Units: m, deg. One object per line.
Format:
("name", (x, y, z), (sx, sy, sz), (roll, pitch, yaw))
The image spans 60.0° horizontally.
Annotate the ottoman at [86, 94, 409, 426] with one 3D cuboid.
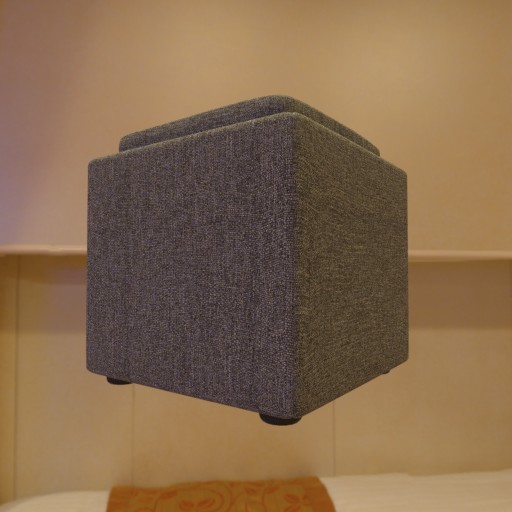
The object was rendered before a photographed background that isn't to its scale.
("ottoman", (0.000, 0.000, 0.852), (0.450, 0.460, 0.450), (-1, -2, 36))
